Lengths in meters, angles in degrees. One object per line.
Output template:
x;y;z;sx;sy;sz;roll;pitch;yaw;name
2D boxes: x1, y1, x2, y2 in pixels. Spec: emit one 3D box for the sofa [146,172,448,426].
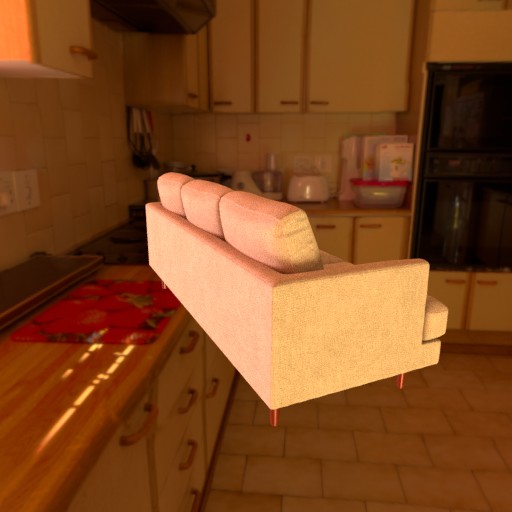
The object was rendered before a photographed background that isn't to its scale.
0.000;0.000;2.768;0.903;0.930;2.246;-7;16;-24;sofa
